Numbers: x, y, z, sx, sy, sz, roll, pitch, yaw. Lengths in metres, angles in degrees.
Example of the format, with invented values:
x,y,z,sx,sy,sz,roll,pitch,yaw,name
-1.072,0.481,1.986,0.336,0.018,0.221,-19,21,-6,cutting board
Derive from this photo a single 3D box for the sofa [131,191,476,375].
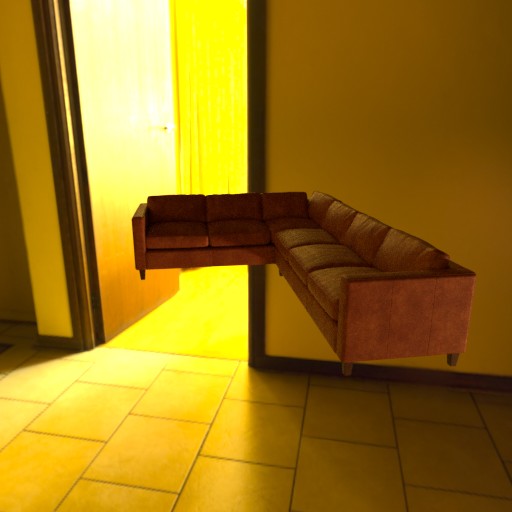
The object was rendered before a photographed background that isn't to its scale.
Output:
x,y,z,sx,sy,sz,roll,pitch,yaw,name
0.000,0.000,4.267,2.438,0.838,3.150,-3,16,-9,sofa
